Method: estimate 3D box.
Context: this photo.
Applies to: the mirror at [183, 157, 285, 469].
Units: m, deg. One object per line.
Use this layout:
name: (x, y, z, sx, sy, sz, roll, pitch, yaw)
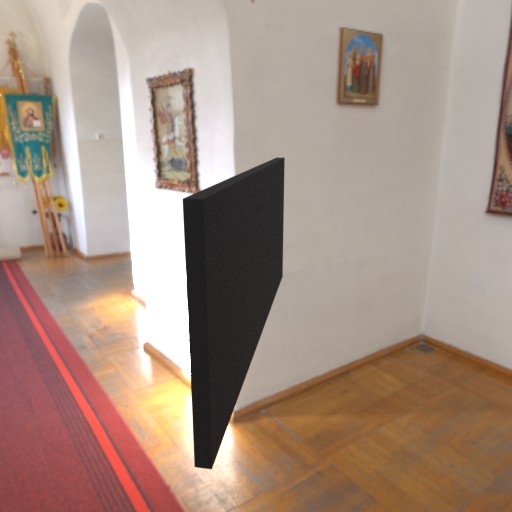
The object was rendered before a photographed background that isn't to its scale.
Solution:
mirror: (0.000, 0.000, 1.791, 0.047, 0.692, 1.584, 3, 16, 9)
